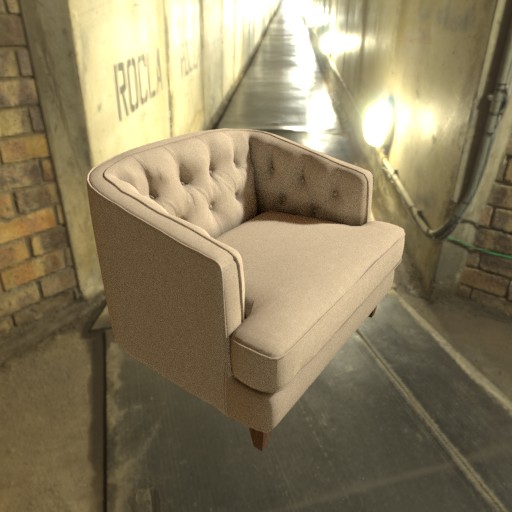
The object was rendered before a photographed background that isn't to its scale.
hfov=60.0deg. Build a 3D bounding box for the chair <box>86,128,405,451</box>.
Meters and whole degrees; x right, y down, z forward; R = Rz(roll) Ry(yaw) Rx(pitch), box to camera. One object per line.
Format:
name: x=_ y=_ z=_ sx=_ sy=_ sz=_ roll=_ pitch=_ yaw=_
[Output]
chair: x=0.000 y=0.000 z=1.839 sx=0.941 sy=0.852 sz=1.104 roll=18 pitch=33 yaw=31
